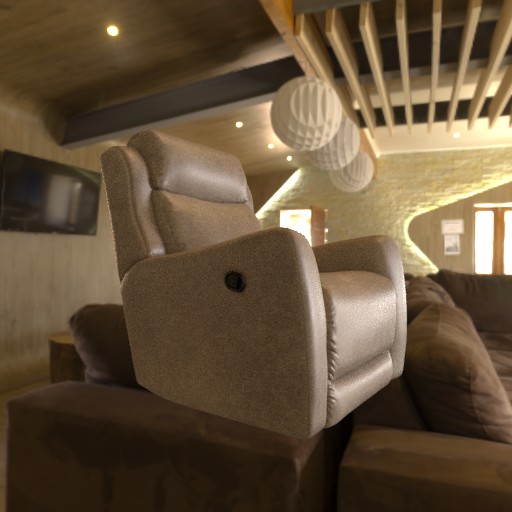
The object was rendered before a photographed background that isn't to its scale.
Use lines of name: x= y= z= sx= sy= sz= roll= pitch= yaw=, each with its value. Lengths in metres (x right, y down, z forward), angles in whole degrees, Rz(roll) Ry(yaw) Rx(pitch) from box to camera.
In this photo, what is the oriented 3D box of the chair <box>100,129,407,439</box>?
chair: x=0.000 y=0.000 z=1.953 sx=1.068 sy=1.116 sz=0.965 roll=0 pitch=0 yaw=36
